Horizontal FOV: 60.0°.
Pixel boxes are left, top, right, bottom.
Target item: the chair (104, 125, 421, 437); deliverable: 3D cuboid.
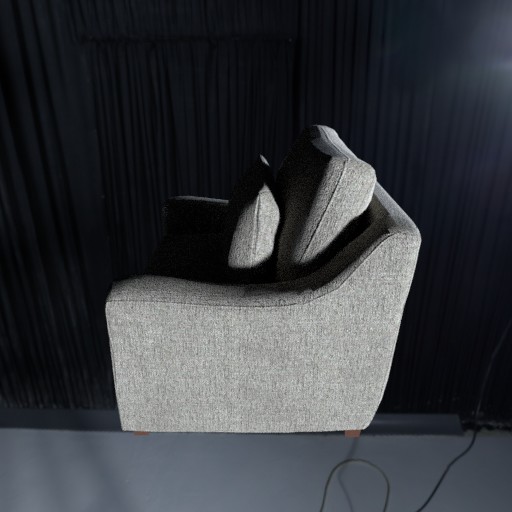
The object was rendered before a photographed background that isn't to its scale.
[{"bbox_3d":[0.000,0.000,1.949,1.009,1.037,1.138,0,24,1],"label":"chair"}]
